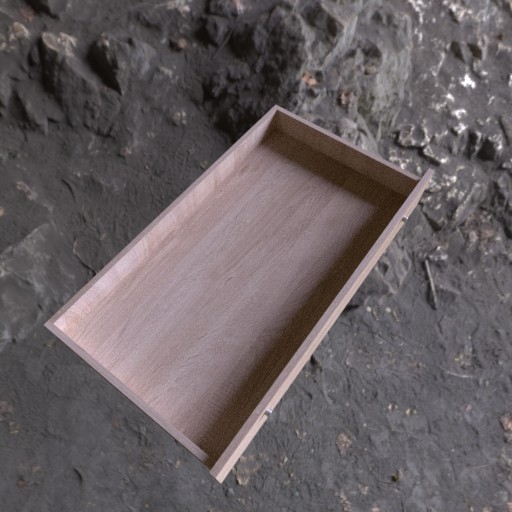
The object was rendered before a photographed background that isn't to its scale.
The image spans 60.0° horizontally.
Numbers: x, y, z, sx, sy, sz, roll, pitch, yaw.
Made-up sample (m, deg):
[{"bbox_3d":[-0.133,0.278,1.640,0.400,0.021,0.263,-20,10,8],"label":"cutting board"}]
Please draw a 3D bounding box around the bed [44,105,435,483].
[{"bbox_3d":[0.000,0.000,1.492,0.685,0.209,1.200,33,65,18],"label":"bed"}]
